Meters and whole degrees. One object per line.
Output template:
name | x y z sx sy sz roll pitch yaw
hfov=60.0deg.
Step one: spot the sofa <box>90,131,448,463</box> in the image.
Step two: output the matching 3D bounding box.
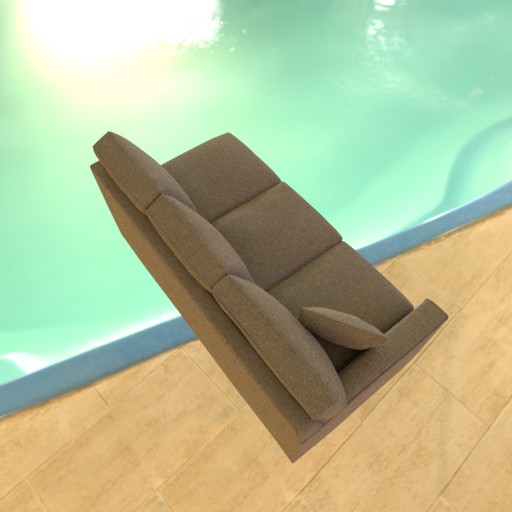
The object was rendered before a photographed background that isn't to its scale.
sofa | 0.000 0.000 2.638 1.034 0.946 1.963 -33 63 -19
